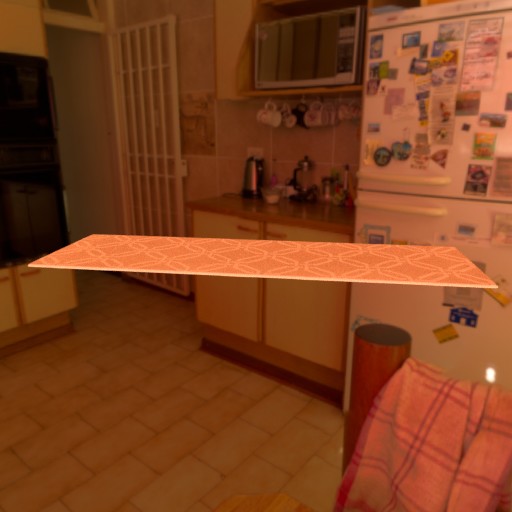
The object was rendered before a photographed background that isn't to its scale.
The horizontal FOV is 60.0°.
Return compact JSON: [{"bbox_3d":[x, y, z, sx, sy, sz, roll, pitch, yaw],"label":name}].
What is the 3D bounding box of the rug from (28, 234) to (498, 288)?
[{"bbox_3d":[0.000,0.000,2.447,2.276,0.014,0.678,2,16,8],"label":"rug"}]
